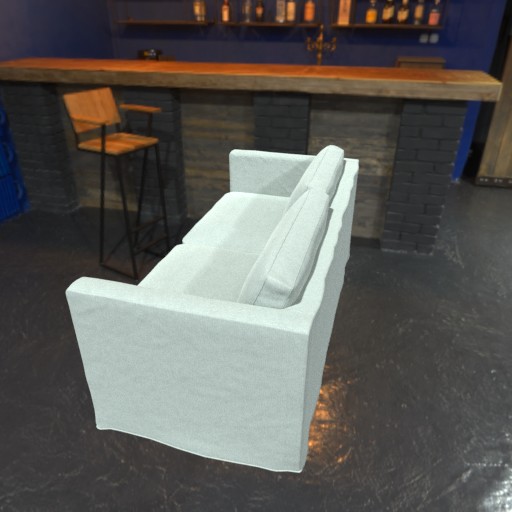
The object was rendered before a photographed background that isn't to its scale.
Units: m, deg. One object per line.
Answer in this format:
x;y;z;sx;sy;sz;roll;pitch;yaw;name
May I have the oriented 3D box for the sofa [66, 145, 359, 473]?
0.000;0.000;2.477;0.940;0.870;1.987;8;30;14;sofa
